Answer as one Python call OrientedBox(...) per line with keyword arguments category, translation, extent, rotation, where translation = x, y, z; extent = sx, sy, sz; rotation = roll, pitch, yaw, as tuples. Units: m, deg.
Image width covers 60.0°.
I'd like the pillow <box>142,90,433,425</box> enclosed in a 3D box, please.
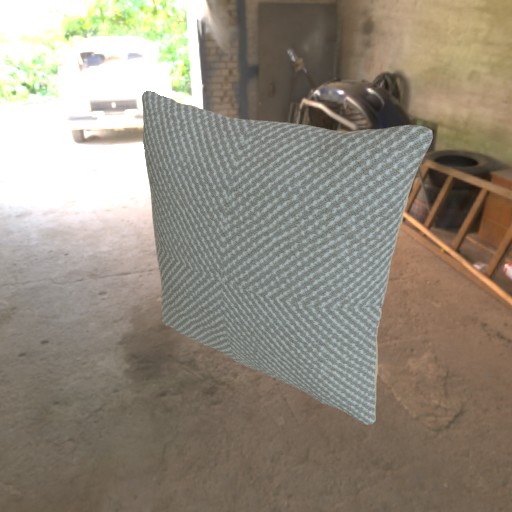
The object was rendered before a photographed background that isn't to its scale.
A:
OrientedBox(category="pillow", translation=(0.000, 0.000, 0.700), extent=(0.459, 0.458, 0.181), rotation=(19, 34, 30))
